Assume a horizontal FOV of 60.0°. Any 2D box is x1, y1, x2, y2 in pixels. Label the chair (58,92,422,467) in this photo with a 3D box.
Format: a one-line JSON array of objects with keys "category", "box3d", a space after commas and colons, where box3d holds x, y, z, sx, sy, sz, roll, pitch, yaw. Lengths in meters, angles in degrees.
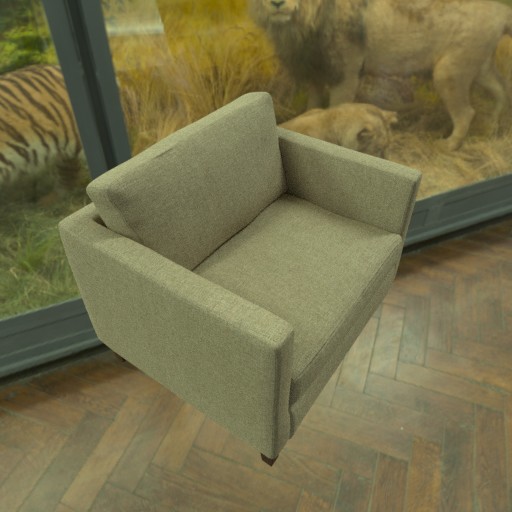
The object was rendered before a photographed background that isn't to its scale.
[{"category": "chair", "box3d": [0.000, 0.000, 1.835, 0.959, 0.987, 1.107, 25, 47, 26]}]
